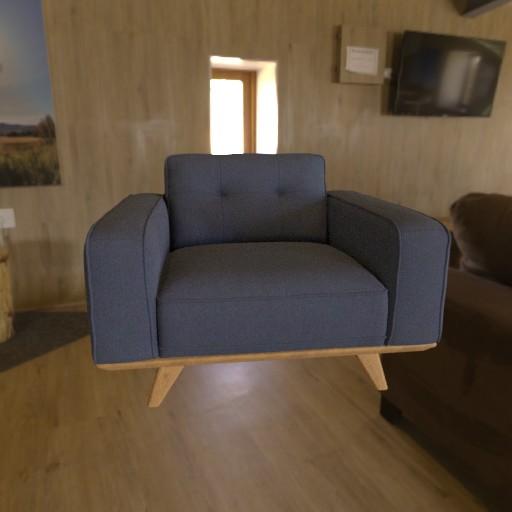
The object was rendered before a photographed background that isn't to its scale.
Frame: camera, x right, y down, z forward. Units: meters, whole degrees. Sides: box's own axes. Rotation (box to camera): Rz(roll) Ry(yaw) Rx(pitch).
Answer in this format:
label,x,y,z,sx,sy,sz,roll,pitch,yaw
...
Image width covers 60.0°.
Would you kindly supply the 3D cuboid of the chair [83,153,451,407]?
label,x,y,z,sx,sy,sz,roll,pitch,yaw
chair,0.000,0.000,1.767,1.118,0.783,0.953,-2,15,-7
